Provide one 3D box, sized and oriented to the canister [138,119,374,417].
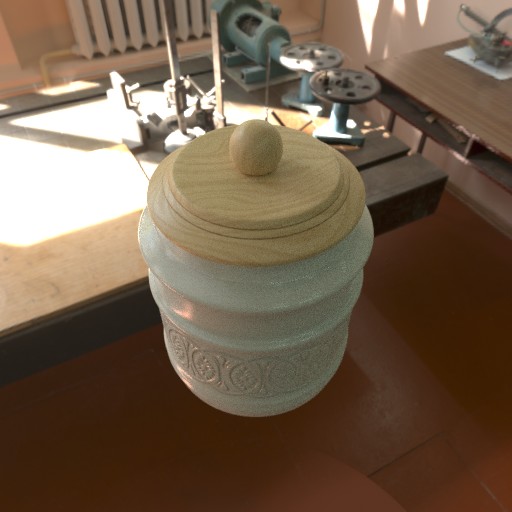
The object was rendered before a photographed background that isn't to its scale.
[{"bbox_3d":[0.000,0.000,0.269,0.130,0.176,0.130,0,46,0],"label":"canister"}]
